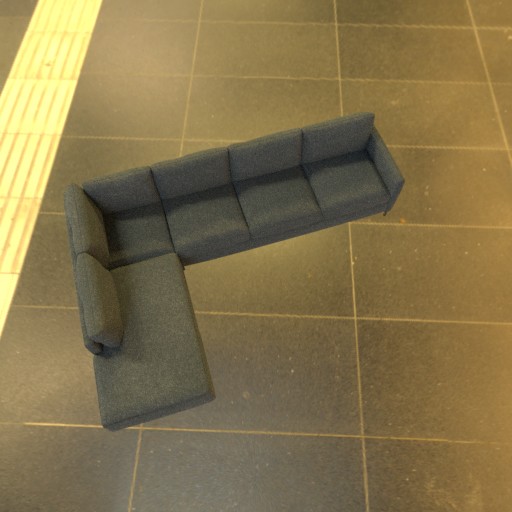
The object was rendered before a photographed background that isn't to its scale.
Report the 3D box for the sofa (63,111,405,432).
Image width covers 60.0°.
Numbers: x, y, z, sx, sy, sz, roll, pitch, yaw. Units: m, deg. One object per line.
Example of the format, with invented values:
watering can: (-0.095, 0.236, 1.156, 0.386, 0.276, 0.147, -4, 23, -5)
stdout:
sofa: (0.000, 0.000, 3.780, 2.949, 0.815, 2.007, -16, 65, -8)
